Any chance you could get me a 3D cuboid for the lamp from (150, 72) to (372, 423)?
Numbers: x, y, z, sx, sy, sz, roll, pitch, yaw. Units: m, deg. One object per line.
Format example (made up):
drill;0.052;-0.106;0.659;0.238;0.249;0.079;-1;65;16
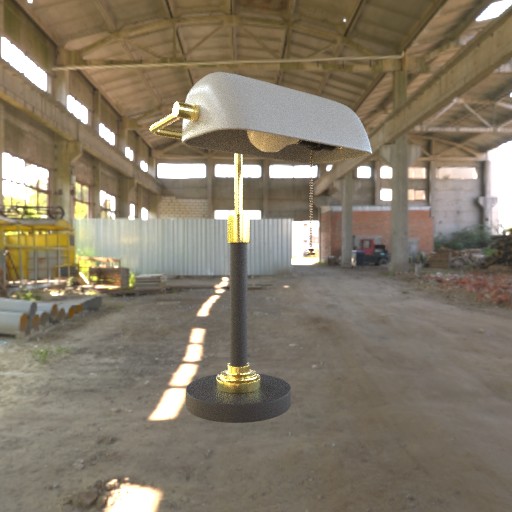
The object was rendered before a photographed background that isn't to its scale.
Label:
lamp;0.000;0.000;0.572;0.269;0.404;0.227;-1;1;-35
